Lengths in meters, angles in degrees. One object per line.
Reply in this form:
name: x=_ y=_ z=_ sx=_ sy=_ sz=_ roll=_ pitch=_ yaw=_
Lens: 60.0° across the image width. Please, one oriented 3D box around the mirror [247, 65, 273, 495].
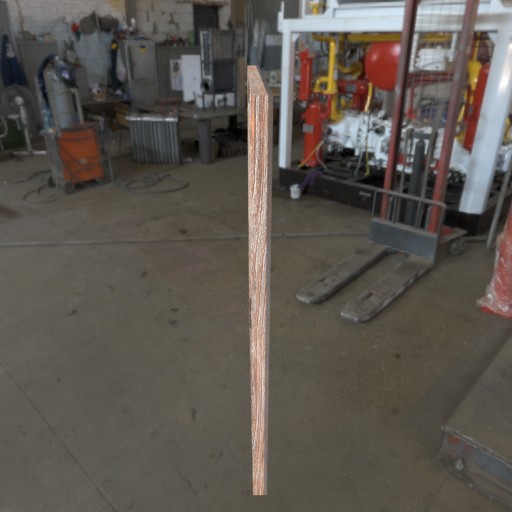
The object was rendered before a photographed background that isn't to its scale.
mirror: x=0.000 y=0.000 z=1.165 sx=0.032 sy=0.882 sz=0.730 roll=-1 pitch=26 yaw=-1
